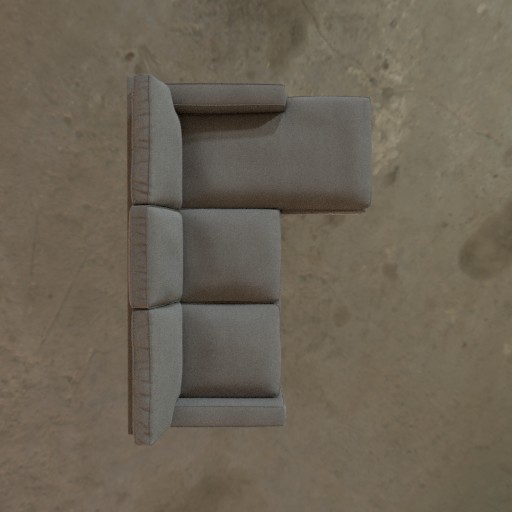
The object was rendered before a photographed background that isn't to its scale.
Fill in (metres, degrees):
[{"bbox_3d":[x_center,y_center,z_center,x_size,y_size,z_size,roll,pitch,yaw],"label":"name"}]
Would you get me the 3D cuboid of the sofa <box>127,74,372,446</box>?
[{"bbox_3d":[0.000,0.000,2.801,1.496,0.861,2.087,0,91,0],"label":"sofa"}]
